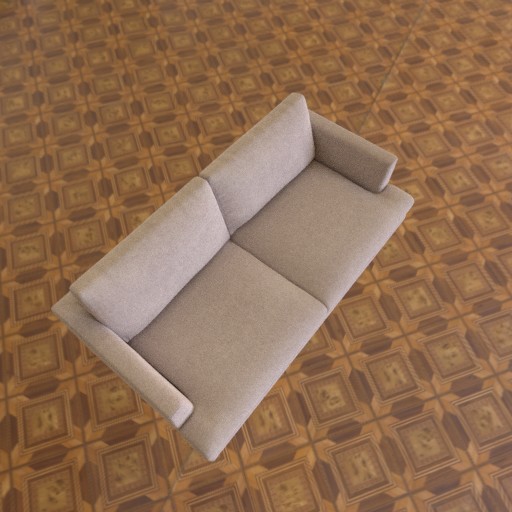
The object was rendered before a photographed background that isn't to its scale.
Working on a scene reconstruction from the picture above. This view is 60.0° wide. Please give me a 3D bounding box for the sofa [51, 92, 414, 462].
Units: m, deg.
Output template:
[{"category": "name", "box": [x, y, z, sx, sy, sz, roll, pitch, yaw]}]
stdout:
[{"category": "sofa", "box": [0.000, 0.000, 2.549, 1.020, 0.868, 1.948, 35, 65, 19]}]
